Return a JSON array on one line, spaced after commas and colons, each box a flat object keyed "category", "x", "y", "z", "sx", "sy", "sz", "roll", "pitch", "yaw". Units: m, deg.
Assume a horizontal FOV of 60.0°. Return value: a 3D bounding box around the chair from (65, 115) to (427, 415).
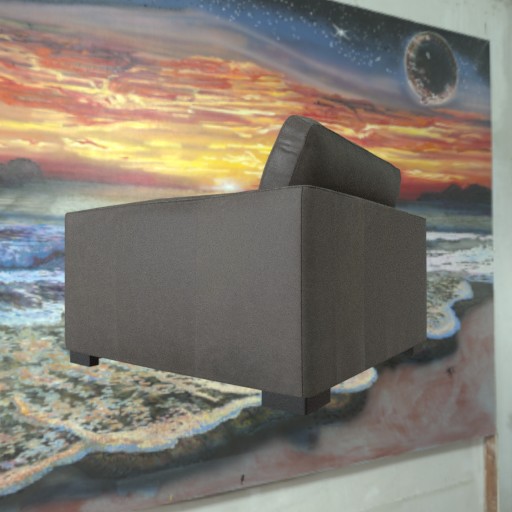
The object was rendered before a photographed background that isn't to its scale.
[{"category": "chair", "x": 0.000, "y": 0.000, "z": 1.803, "sx": 1.080, "sy": 0.807, "sz": 1.106, "roll": -1, "pitch": -1, "yaw": 36}]
